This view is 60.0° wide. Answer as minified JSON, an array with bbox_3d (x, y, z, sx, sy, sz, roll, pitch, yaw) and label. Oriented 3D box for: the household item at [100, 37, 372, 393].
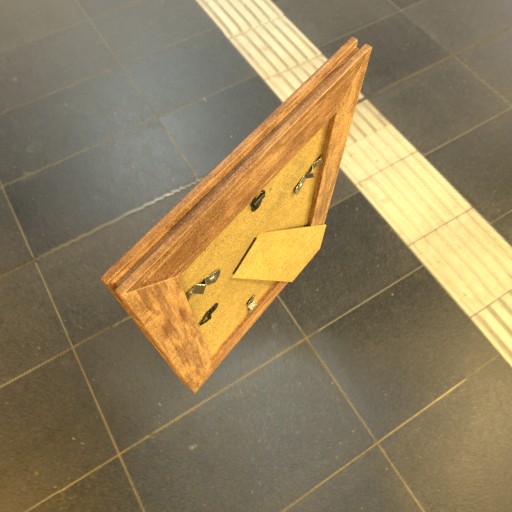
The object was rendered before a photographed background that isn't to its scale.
[{"bbox_3d":[0.000,0.000,0.316,0.018,0.237,0.186,36,69,16],"label":"household item"}]
